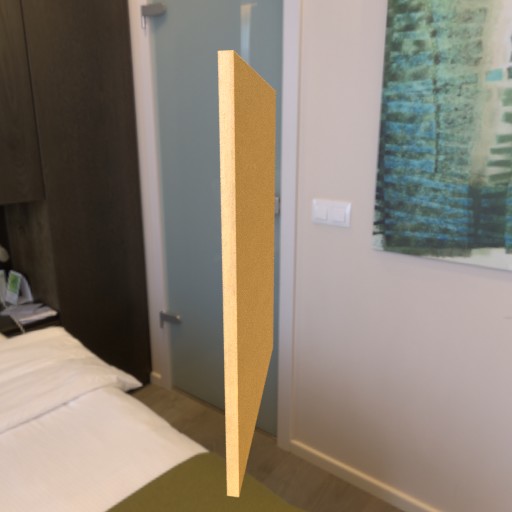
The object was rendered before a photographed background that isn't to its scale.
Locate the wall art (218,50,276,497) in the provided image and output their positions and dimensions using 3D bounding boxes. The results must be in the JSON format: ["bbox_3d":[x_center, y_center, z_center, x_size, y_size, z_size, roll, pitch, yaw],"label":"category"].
[{"bbox_3d":[0.000,0.000,1.331,0.030,1.002,0.798,2,15,8],"label":"wall art"}]
